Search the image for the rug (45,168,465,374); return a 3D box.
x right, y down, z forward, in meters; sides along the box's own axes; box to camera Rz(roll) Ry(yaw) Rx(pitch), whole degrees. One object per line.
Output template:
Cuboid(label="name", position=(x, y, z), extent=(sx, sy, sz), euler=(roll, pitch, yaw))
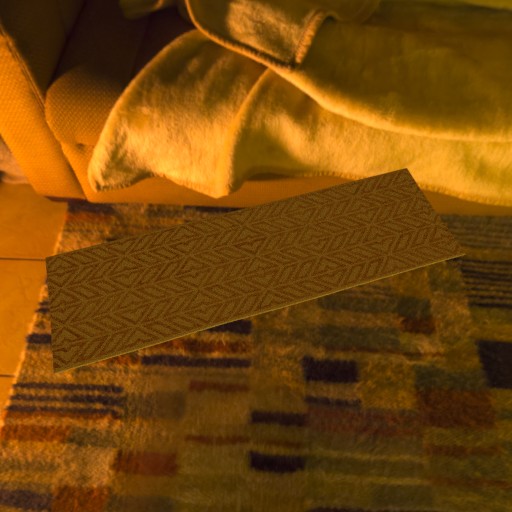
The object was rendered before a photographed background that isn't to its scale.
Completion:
Cuboid(label="rug", position=(0.000, 0.000, 2.685), extent=(2.435, 0.009, 0.750), euler=(-15, 59, -9))
